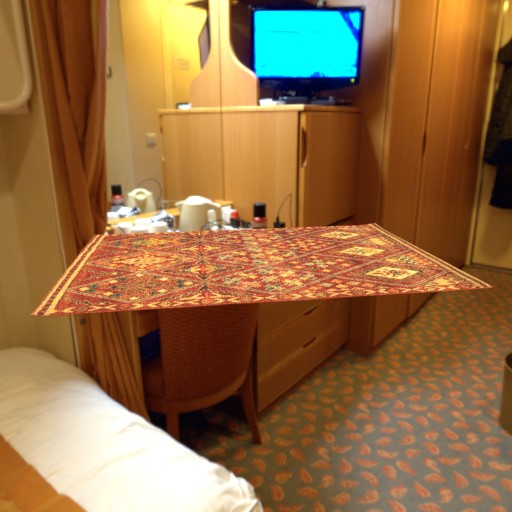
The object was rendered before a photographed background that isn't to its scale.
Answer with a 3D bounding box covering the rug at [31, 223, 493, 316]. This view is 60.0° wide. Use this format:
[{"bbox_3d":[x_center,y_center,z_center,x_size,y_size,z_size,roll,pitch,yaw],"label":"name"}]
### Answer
[{"bbox_3d":[0.000,0.000,2.864,2.286,0.026,1.521,-3,17,-9],"label":"rug"}]
